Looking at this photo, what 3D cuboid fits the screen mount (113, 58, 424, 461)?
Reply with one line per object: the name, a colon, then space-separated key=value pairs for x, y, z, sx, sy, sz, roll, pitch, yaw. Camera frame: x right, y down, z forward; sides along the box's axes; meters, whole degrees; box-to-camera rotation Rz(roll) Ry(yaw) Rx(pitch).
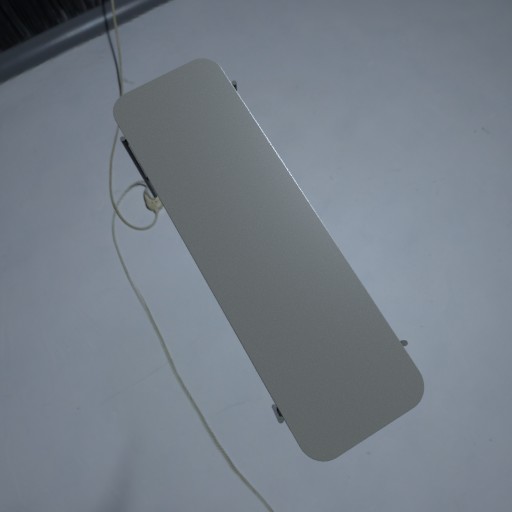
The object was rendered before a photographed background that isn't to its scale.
screen mount: x=0.000 y=0.000 z=1.465 sx=0.400 sy=0.447 sz=1.200 roll=-29 pitch=77 yaw=-7
